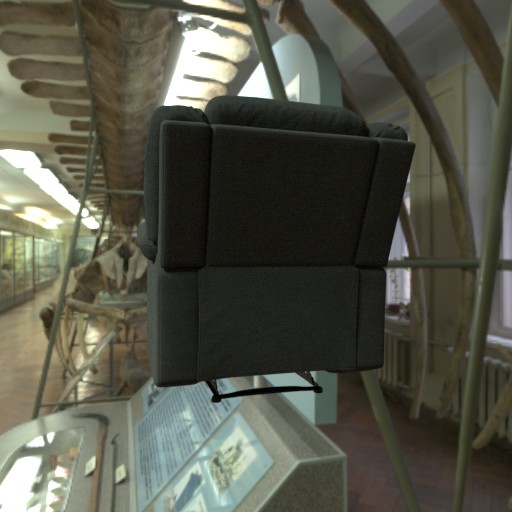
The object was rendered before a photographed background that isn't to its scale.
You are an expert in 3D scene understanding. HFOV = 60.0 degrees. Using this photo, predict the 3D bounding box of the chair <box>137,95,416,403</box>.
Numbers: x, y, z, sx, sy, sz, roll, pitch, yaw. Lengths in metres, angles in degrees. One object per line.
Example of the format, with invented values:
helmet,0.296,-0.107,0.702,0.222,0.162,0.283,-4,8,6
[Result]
chair,0.000,0.000,1.748,0.899,1.008,0.944,0,0,-16
